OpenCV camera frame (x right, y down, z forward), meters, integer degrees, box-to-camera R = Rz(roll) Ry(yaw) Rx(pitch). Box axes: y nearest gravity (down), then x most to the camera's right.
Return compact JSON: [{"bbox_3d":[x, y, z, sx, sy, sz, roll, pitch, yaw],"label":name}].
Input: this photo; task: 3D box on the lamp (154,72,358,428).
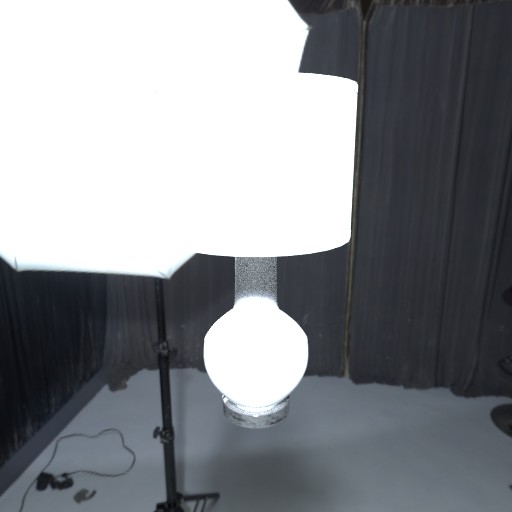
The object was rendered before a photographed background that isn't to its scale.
[{"bbox_3d":[0.000,0.000,0.868,0.357,0.673,0.357,2,14,10],"label":"lamp"}]
